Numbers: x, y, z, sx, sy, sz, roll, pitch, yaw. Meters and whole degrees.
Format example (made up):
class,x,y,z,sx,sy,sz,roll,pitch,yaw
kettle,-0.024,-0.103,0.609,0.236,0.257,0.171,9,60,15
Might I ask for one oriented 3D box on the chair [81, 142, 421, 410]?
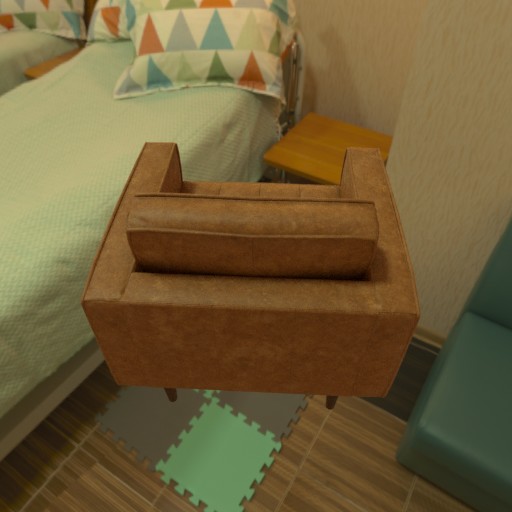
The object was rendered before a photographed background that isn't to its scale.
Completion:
class,x,y,z,sx,sy,sz,roll,pitch,yaw
chair,0.000,0.000,1.536,0.928,0.767,0.798,2,45,2
